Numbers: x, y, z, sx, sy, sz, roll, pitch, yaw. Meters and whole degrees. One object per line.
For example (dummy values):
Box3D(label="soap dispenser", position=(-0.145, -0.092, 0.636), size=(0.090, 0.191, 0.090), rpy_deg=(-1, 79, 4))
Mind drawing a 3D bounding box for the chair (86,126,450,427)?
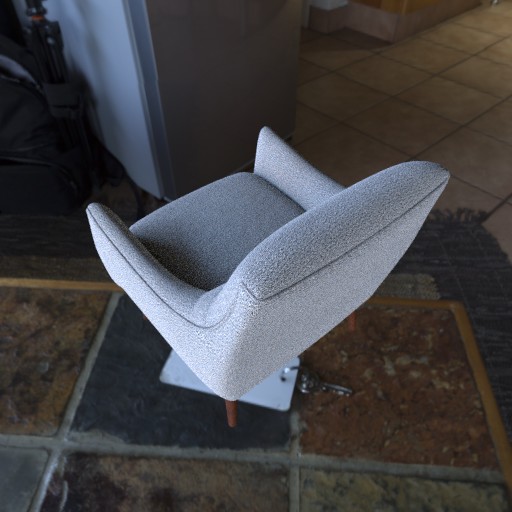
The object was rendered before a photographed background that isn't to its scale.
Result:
Box3D(label="chair", position=(0.000, 0.000, 1.418), size=(0.762, 0.838, 0.787), rpy_deg=(-31, 54, -26))
